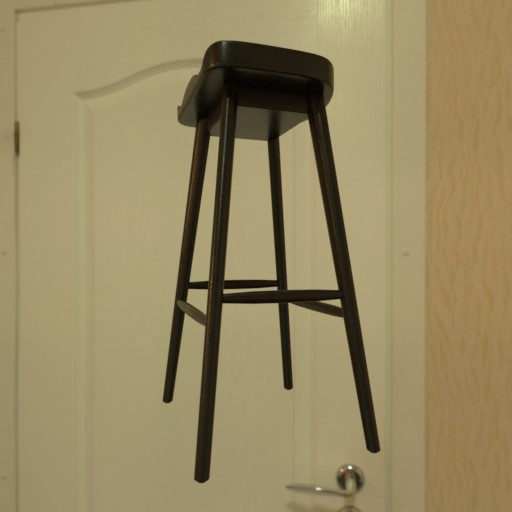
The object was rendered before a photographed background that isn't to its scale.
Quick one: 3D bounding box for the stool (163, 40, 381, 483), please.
[{"bbox_3d":[0.000,0.000,0.989,0.361,0.749,0.440,0,0,-19],"label":"stool"}]
